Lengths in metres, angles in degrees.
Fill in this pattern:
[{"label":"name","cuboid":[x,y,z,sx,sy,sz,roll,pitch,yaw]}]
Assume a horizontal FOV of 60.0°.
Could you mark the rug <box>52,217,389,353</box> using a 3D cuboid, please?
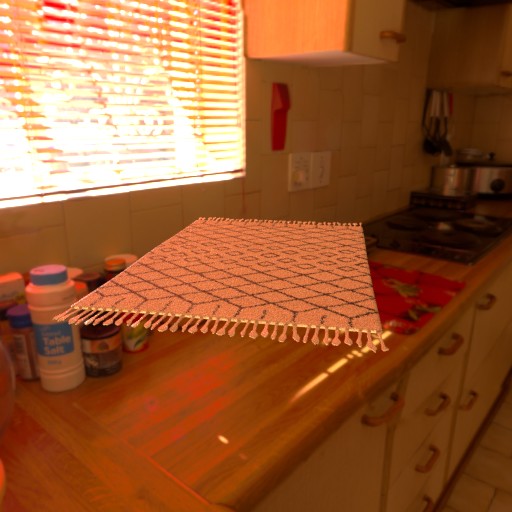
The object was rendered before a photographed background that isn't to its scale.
[{"label":"rug","cuboid":[0.000,0.000,3.304,1.664,0.029,2.615,3,17,10]}]
